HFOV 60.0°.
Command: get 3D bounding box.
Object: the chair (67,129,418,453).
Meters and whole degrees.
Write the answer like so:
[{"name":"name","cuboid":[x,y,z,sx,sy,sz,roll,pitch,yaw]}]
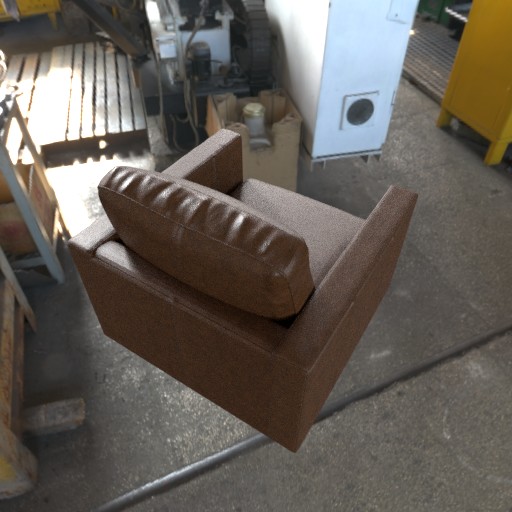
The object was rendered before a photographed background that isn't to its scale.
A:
[{"name":"chair","cuboid":[0.000,0.000,1.683,0.890,0.956,0.909,24,50,22]}]
